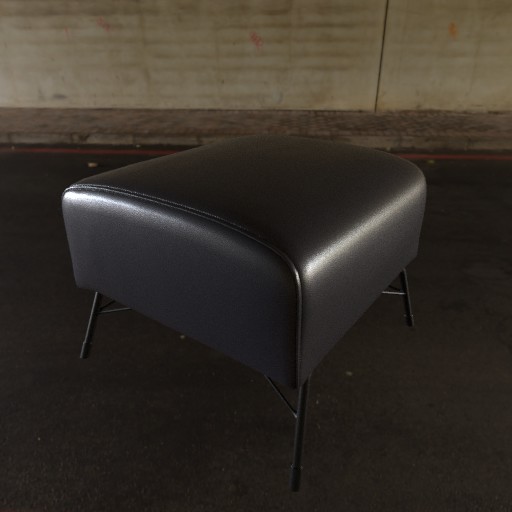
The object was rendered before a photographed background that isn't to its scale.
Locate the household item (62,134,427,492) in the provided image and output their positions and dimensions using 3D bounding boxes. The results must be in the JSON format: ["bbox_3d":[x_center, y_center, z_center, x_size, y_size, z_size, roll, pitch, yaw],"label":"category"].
[{"bbox_3d":[0.000,0.000,0.887,0.530,0.410,0.530,18,31,32],"label":"household item"}]
